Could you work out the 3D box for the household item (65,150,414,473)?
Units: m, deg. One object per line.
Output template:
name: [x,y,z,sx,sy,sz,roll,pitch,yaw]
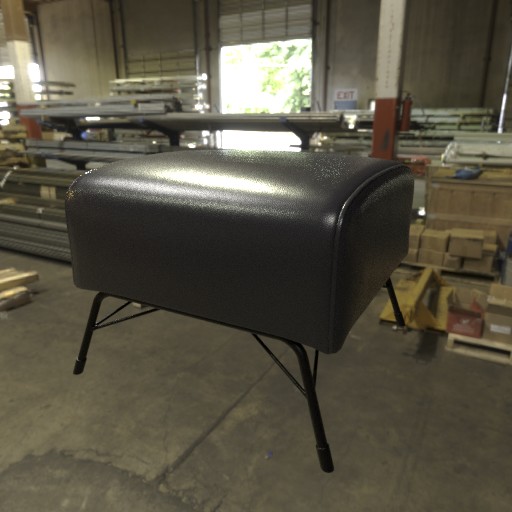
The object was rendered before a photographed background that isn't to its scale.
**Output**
household item: [0.000,0.000,0.898,0.530,0.410,0.530,10,20,27]
